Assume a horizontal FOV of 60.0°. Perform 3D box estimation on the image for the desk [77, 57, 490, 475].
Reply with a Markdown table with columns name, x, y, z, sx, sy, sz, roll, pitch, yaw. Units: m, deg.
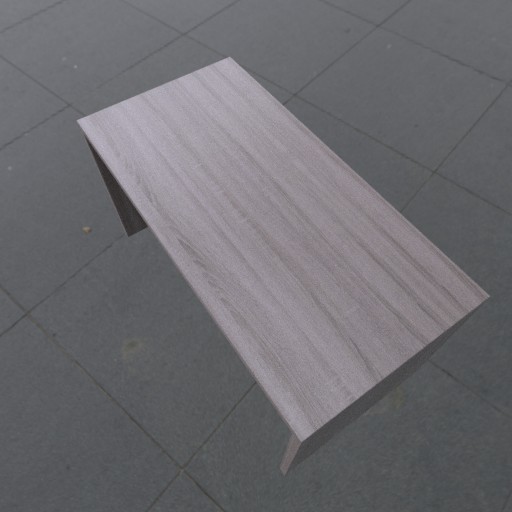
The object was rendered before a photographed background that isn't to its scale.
| name | x | y | z | sx | sy | sz | roll | pitch | yaw |
| --- | --- | --- | --- | --- | --- | --- | --- | --- | --- |
| desk | 0.000 | 0.000 | 1.790 | 0.690 | 0.745 | 1.380 | -31 | 63 | -18 |
